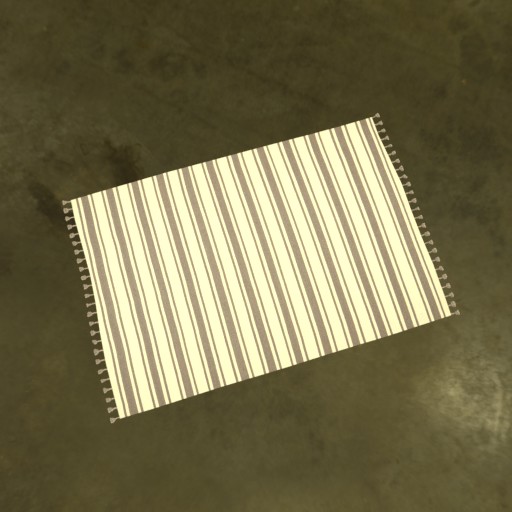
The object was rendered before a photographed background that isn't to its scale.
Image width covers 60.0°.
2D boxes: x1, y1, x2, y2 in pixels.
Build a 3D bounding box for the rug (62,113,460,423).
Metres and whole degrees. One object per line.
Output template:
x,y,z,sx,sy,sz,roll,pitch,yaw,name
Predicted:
0.000,0.000,3.066,2.425,0.014,1.563,-16,78,-4,rug
